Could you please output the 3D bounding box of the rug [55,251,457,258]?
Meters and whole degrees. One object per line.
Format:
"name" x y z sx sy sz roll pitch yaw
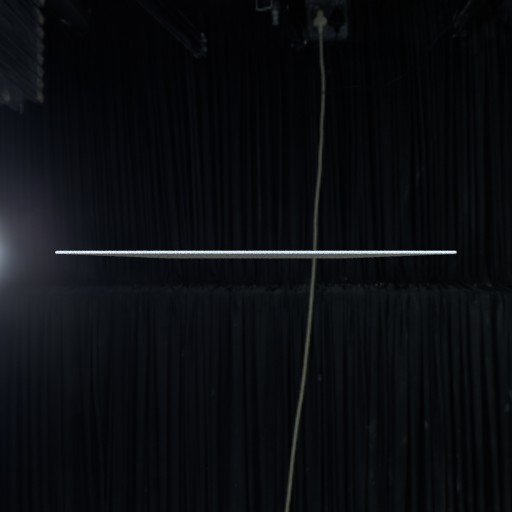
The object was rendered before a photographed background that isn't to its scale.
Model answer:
"rug" 0.000 0.000 2.747 1.533 0.010 2.142 0 -1 0
